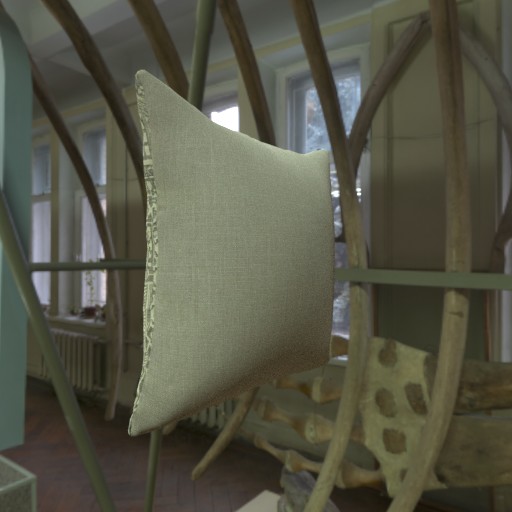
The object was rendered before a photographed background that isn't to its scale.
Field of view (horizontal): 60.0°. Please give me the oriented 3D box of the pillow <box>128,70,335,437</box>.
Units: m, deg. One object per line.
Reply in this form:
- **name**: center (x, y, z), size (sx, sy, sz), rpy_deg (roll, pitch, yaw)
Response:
- **pillow**: center (0.000, 0.000, 0.788), size (0.180, 0.487, 0.546), rpy_deg (0, -1, 36)
